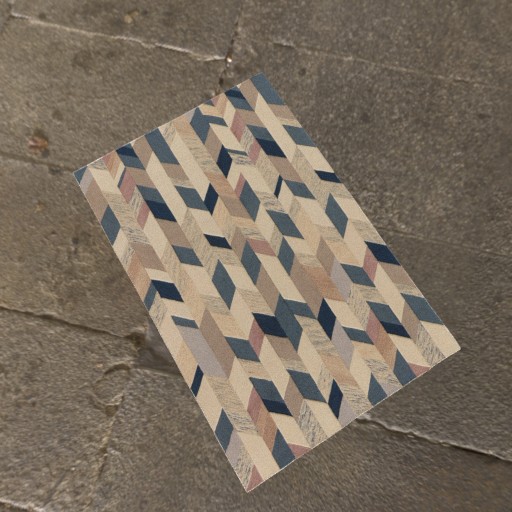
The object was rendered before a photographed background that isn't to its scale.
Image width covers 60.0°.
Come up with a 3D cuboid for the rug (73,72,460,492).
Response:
[{"bbox_3d":[0.000,0.000,2.244,1.202,0.006,1.813,-31,77,-8],"label":"rug"}]
